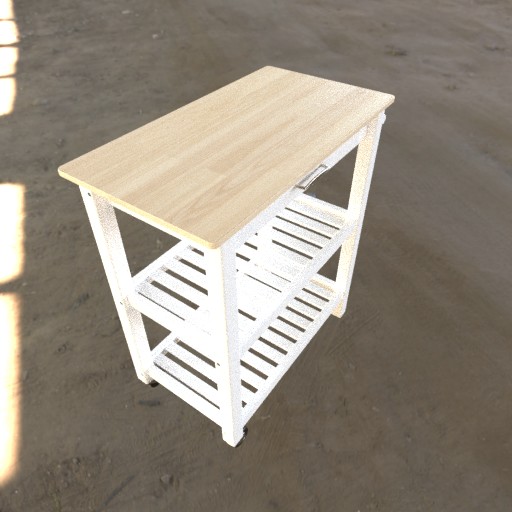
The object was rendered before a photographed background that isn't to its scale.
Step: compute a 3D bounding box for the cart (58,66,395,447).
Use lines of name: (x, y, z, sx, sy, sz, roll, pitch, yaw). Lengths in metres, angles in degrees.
cart: (0.000, 0.000, 1.466, 0.457, 0.927, 0.899, 25, 47, 26)
